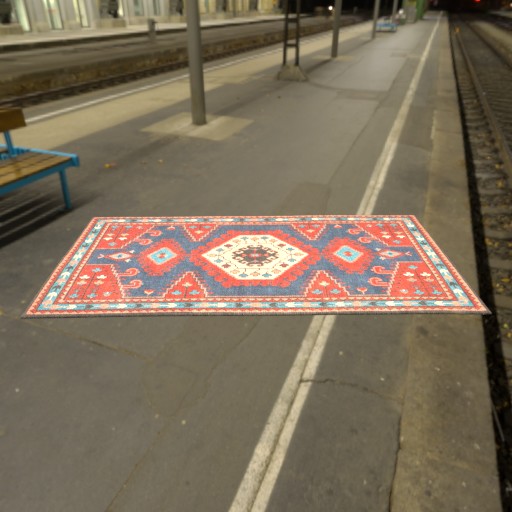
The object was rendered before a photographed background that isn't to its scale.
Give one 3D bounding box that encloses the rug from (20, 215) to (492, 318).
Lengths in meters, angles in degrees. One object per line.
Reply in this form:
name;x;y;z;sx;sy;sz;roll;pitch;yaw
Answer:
rug;0.000;0.000;3.503;3.032;0.034;1.522;0;30;-1
